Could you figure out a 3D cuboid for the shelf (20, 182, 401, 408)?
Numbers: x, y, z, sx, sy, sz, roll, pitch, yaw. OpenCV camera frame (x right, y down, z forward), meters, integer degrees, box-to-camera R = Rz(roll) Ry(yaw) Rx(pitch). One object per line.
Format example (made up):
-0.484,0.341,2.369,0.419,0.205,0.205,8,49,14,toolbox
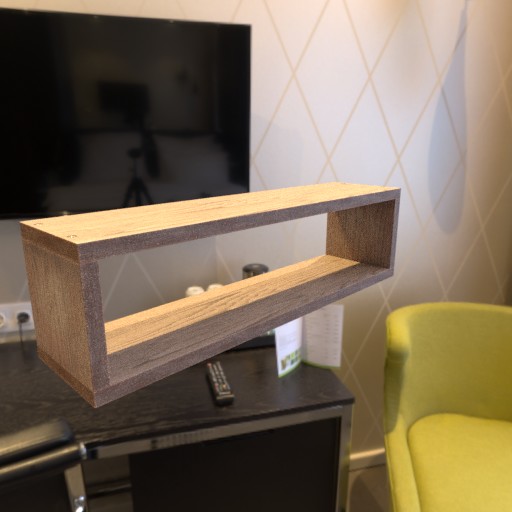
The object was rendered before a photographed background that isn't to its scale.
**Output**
0.000,0.000,0.682,0.150,0.170,0.610,15,21,43,shelf
